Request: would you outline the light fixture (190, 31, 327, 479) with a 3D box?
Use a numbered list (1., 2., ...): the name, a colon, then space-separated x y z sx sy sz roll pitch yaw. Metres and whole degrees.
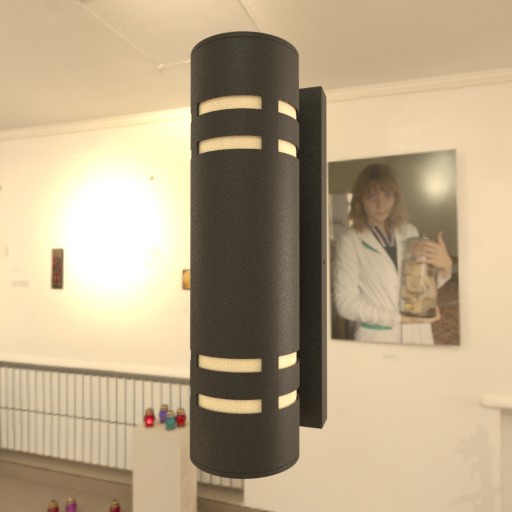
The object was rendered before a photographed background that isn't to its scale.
1. light fixture: 0.000 0.000 0.398 0.105 0.330 0.149 0 -1 18
